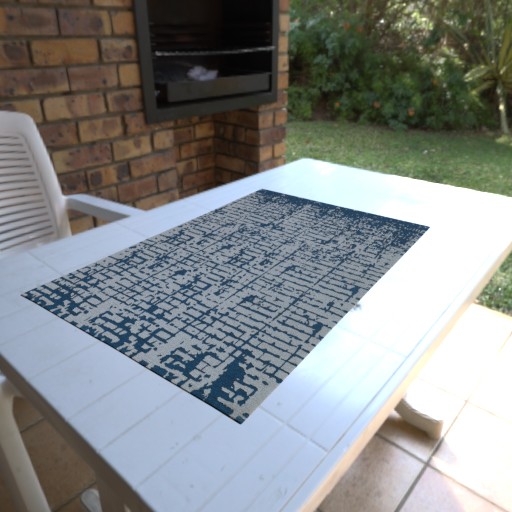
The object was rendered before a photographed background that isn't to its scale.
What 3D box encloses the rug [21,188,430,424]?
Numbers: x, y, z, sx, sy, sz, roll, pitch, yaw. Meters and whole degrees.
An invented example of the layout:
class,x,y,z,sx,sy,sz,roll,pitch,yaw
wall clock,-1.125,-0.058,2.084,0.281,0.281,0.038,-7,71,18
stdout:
class,x,y,z,sx,sy,sz,roll,pitch,yaw
rug,0.000,0.000,2.278,1.220,0.007,1.828,18,32,32
